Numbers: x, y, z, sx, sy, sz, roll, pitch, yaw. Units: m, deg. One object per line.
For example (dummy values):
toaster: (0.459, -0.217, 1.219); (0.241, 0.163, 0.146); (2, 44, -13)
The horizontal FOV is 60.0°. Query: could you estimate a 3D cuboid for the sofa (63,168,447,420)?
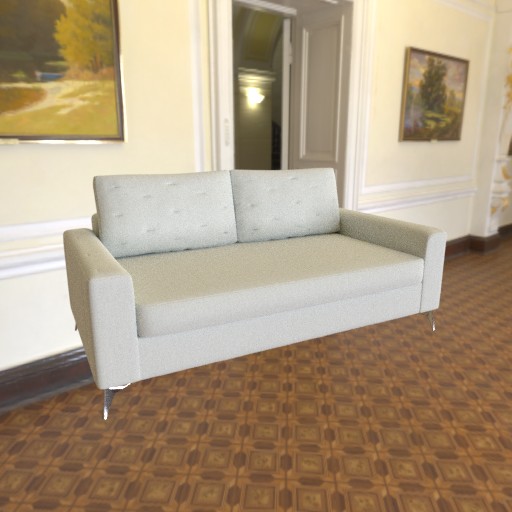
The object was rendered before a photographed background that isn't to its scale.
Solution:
sofa: (0.000, 0.000, 2.152); (1.650, 0.790, 0.920); (-8, 16, -27)
